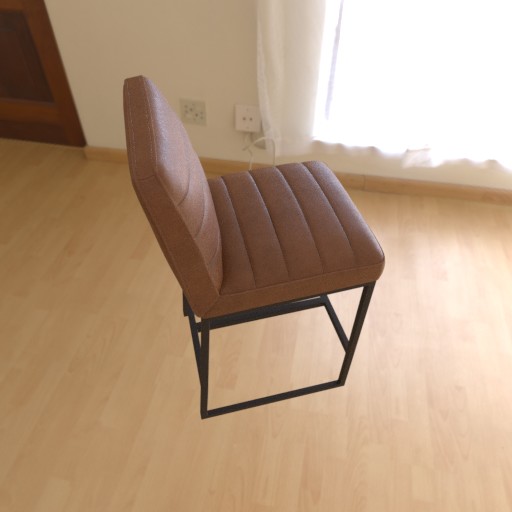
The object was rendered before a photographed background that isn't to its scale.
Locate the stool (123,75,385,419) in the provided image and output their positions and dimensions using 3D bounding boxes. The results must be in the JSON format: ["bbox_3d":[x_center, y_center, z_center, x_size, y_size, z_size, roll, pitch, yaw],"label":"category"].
[{"bbox_3d":[0.000,0.000,1.268,0.556,0.940,0.458,-10,46,-10],"label":"stool"}]
